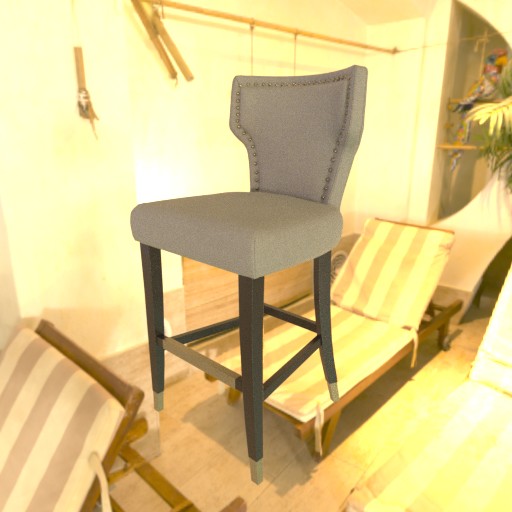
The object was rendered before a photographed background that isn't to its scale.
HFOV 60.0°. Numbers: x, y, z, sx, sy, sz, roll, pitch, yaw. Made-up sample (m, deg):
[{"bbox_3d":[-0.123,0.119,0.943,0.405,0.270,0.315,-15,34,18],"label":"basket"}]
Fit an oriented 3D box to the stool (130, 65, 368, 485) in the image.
[{"bbox_3d":[0.000,0.000,1.377,0.526,1.092,0.563,15,23,41],"label":"stool"}]
